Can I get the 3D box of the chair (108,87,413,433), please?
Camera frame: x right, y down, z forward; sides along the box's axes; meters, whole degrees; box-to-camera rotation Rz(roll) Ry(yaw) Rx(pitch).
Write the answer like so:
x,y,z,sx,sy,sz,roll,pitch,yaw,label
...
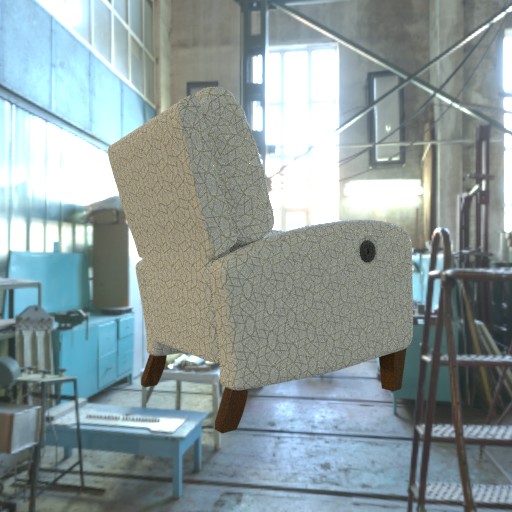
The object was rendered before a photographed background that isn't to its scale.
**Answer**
x,y,z,sx,sy,sz,roll,pitch,yaw,label
0.000,0.000,1.786,0.995,1.064,0.796,0,-1,-36,chair
